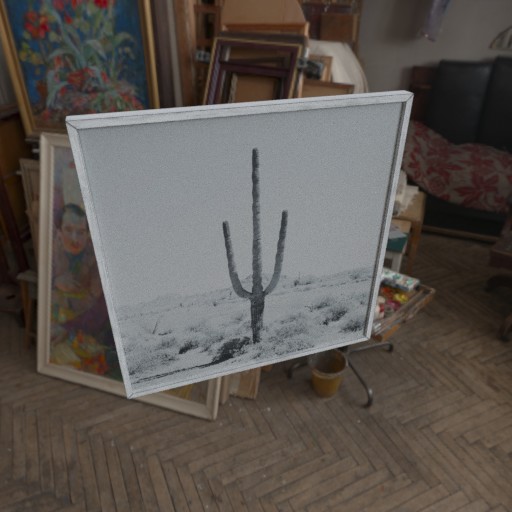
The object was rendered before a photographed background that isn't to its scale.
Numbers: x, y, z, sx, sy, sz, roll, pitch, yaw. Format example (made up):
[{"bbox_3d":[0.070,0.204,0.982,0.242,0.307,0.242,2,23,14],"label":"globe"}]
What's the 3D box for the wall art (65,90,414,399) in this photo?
[{"bbox_3d":[0.000,0.000,1.144,0.762,0.762,0.038,-10,33,-16],"label":"wall art"}]
